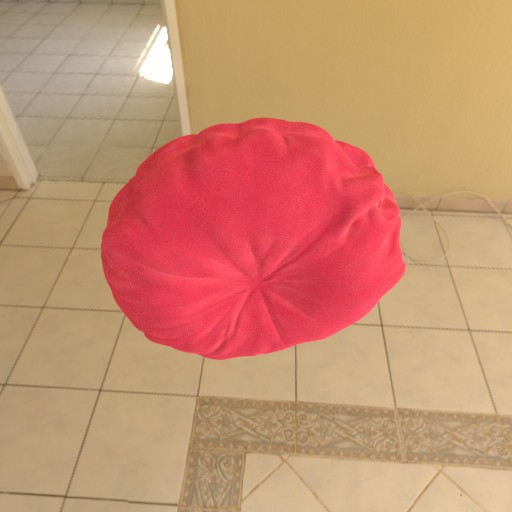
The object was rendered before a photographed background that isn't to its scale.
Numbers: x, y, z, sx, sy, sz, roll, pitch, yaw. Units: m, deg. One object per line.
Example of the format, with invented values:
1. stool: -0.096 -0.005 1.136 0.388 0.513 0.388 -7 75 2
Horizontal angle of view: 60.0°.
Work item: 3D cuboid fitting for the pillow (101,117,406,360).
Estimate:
1. pillow: 0.000 0.000 0.636 0.428 0.407 0.148 -5 47 -4
